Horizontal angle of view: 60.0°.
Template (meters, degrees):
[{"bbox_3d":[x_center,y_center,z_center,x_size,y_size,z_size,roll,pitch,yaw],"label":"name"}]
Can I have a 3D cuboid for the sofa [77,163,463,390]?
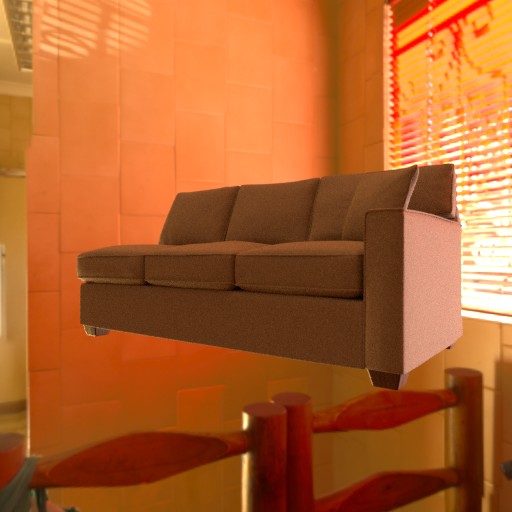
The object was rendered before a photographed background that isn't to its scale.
[{"bbox_3d":[0.000,0.000,2.482,1.963,0.946,1.034,0,0,36],"label":"sofa"}]
